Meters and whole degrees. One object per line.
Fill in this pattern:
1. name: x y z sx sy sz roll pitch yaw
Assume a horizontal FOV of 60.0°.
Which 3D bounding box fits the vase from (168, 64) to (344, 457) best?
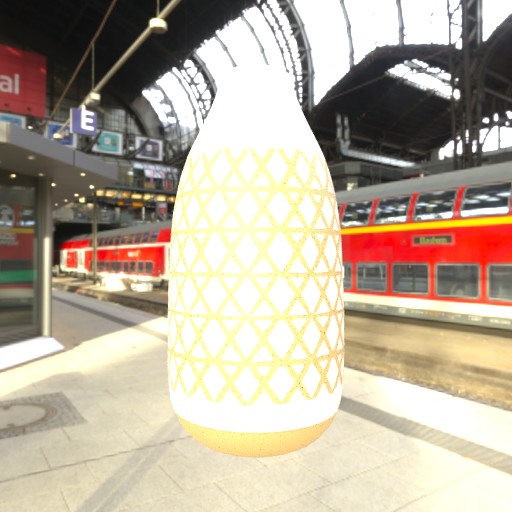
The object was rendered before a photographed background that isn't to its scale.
1. vase: 0.000 0.000 0.475 0.186 0.380 0.186 0 0 0
